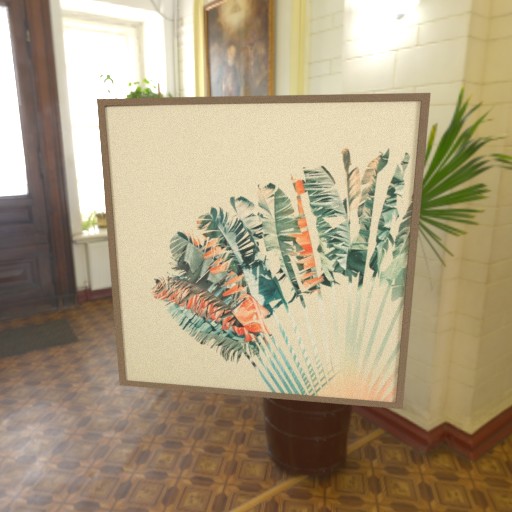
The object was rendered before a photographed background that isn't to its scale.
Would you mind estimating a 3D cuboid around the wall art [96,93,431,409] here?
[{"bbox_3d":[0.000,0.000,0.747,0.508,0.506,0.038,2,14,9],"label":"wall art"}]
